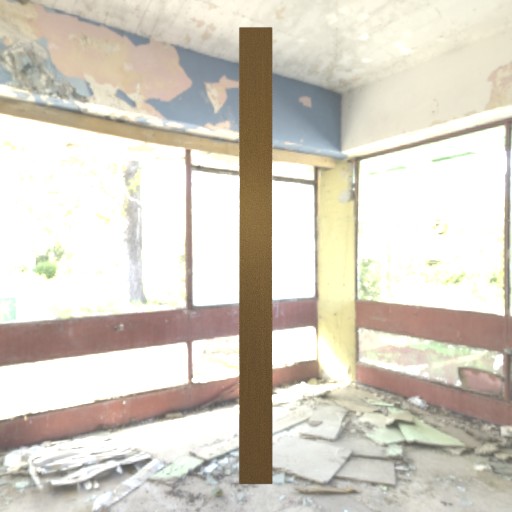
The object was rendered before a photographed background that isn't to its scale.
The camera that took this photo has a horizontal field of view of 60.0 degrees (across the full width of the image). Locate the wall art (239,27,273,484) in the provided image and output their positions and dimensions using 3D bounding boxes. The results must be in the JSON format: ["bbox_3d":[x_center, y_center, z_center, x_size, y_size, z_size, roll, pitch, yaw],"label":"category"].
[{"bbox_3d":[0.000,0.000,0.742,0.037,0.505,0.505,0,0,0],"label":"wall art"}]
